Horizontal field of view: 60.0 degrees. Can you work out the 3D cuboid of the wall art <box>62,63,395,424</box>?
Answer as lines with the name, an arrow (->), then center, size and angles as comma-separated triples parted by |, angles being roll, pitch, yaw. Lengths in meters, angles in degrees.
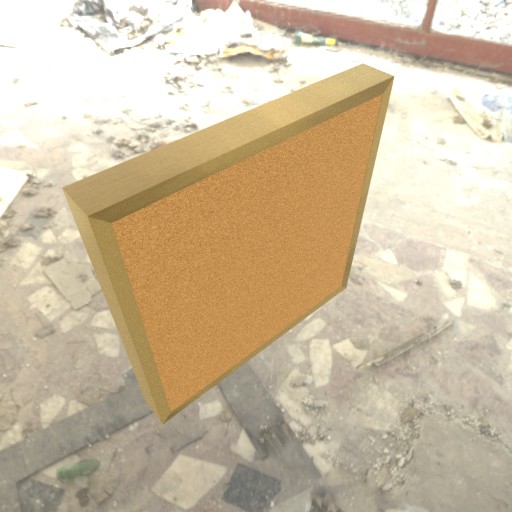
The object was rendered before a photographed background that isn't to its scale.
wall art -> 0.000, 0.000, 0.461 | 0.304, 0.305, 0.038 | -31, 54, -27
